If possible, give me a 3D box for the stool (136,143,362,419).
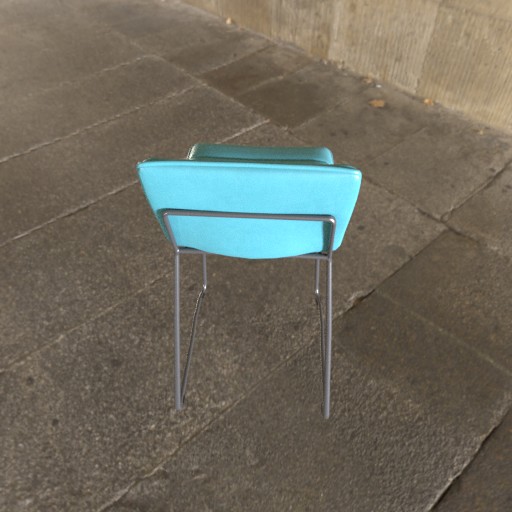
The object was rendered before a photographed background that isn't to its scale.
[{"bbox_3d":[0.000,0.000,1.241,0.489,0.936,0.524,3,46,2],"label":"stool"}]
